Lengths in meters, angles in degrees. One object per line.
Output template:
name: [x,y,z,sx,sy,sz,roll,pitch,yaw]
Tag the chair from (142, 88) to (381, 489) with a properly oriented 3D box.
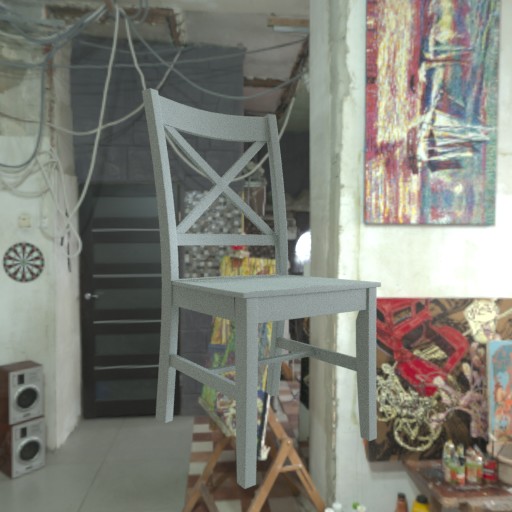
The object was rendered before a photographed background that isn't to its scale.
chair: [0.000,0.000,1.274,0.485,0.983,0.542,-1,2,-35]
